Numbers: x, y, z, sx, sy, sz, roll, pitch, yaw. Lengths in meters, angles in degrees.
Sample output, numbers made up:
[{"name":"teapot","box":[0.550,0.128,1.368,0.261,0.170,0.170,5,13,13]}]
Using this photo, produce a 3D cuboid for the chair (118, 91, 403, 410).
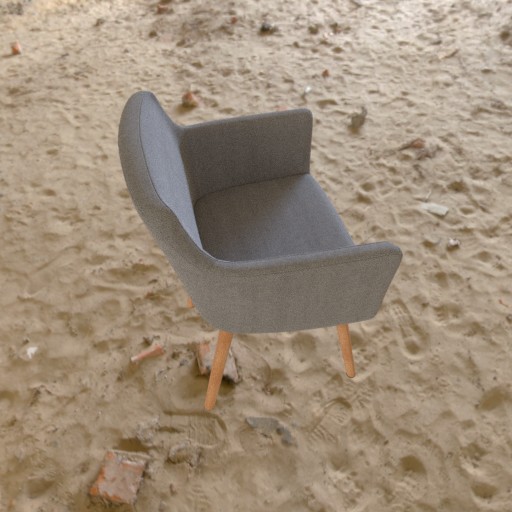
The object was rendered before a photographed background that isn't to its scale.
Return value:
[{"name":"chair","box":[0.000,0.000,1.158,0.540,0.780,0.570,-10,47,-9]}]
